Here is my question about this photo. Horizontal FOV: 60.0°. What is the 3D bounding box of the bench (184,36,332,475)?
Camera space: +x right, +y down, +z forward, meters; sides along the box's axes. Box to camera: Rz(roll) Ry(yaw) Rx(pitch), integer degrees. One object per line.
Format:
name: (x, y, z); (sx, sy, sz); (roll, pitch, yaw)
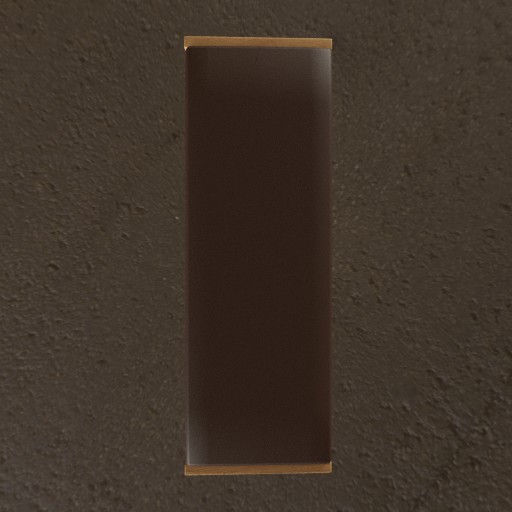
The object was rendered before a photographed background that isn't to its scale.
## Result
bench: (0.000, 0.000, 1.422); (0.405, 0.480, 1.200); (0, 90, -2)
